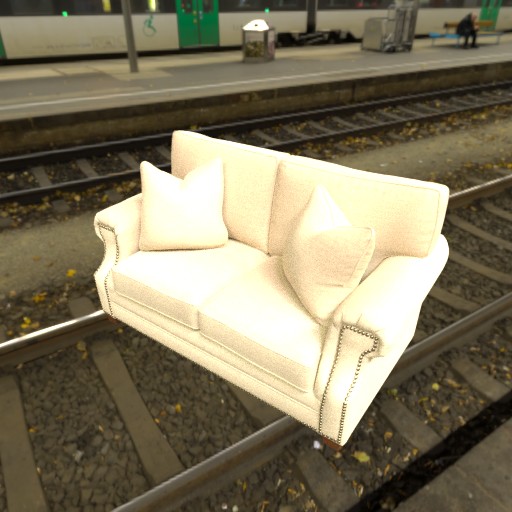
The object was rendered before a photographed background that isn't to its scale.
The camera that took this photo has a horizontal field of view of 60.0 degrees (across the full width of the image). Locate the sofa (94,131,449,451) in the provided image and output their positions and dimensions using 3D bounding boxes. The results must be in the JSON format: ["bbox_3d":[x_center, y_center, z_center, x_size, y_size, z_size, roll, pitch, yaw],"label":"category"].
[{"bbox_3d":[0.000,0.000,2.295,1.701,0.966,0.966,20,36,30],"label":"sofa"}]
